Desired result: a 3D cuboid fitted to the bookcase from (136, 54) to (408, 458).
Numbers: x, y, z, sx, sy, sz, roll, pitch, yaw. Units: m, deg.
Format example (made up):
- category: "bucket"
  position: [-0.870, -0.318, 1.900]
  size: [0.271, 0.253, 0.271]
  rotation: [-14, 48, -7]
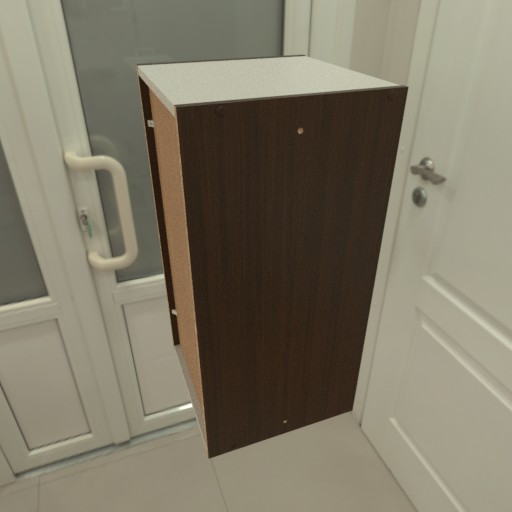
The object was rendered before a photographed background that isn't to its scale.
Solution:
- category: "bookcase"
  position: [0.000, 0.000, 0.779]
  size: [0.290, 0.600, 0.300]
  rotation: [-11, 34, -18]
